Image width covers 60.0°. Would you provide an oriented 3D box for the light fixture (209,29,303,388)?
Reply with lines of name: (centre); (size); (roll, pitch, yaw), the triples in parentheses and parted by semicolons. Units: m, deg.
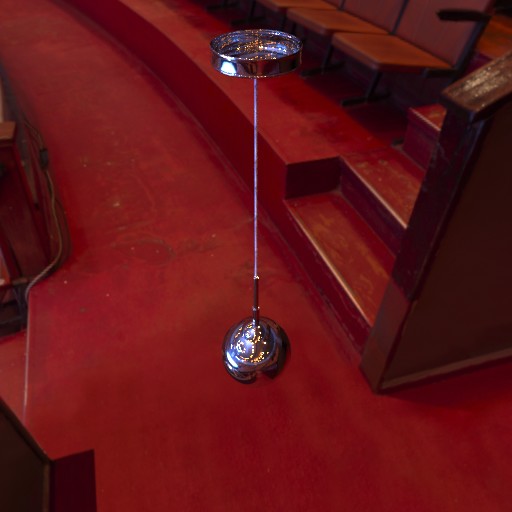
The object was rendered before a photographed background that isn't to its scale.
light fixture: (0.000, 0.000, 1.703); (0.336, 1.538, 0.336); (-13, 44, -14)
